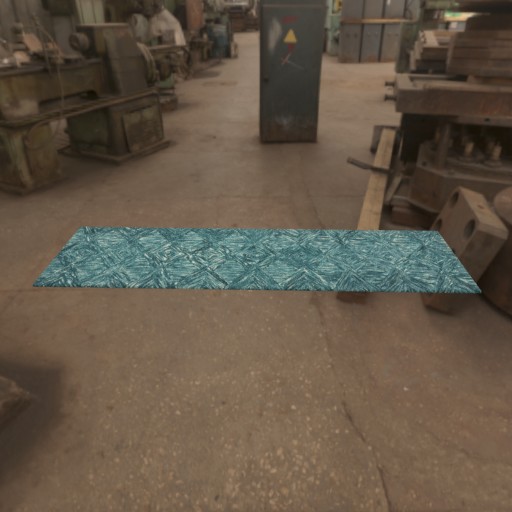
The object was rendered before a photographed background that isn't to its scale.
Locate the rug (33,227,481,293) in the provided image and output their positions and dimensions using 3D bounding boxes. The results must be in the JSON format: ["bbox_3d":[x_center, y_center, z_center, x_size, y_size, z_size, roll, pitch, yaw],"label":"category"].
[{"bbox_3d":[0.000,0.000,2.545,2.286,0.016,0.676,1,30,1],"label":"rug"}]
